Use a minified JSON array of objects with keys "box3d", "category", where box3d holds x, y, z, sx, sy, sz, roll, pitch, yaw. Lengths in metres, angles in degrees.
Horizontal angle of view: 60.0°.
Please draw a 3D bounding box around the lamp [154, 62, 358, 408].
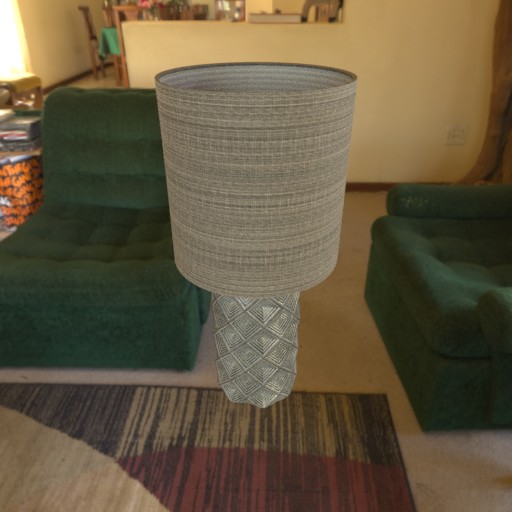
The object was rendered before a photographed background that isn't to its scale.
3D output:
[{"box3d":[0.000,0.000,0.739,0.269,0.566,0.268,-8,31,-14],"category":"lamp"}]
